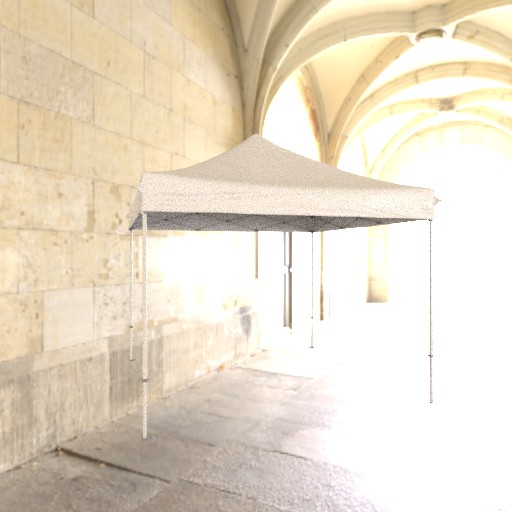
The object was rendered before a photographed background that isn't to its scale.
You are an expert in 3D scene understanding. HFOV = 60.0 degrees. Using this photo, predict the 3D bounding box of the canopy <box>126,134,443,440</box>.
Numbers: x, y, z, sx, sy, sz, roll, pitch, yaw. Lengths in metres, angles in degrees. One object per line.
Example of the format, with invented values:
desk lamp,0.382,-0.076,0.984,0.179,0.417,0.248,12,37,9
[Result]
canopy,0.000,0.000,5.440,2.994,2.998,2.996,0,0,-18
